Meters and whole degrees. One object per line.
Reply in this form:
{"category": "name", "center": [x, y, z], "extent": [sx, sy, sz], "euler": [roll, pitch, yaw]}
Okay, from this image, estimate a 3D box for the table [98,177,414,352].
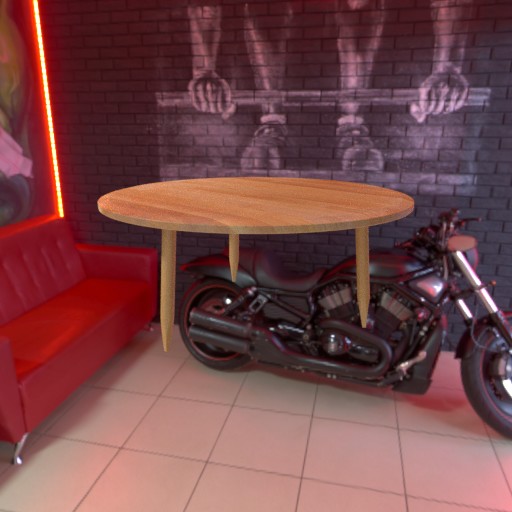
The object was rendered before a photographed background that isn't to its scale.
{"category": "table", "center": [0.000, 0.000, 1.385], "extent": [0.900, 0.400, 0.900], "euler": [0, 16, 0]}
